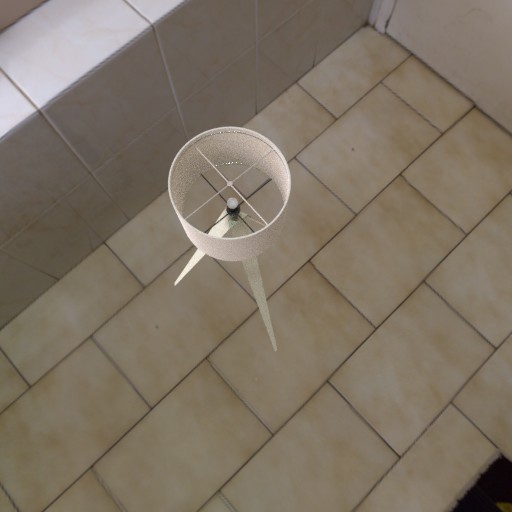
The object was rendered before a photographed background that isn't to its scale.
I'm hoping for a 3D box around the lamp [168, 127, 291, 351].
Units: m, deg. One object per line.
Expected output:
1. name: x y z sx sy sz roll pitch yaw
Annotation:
1. lamp: 0.000 0.000 1.984 0.724 1.524 0.716 -40 78 -10
